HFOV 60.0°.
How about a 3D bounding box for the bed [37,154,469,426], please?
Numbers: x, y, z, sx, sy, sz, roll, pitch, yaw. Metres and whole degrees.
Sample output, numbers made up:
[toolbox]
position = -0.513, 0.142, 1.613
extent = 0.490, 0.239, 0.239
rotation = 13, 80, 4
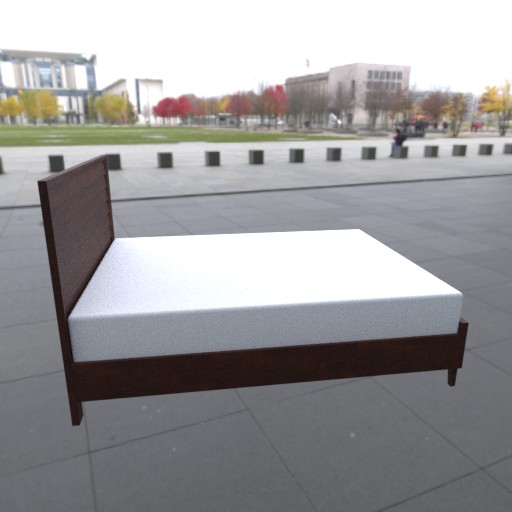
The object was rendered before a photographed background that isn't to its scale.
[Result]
[bed]
position = 0.000, 0.000, 3.040
extent = 2.184, 1.270, 1.600
rotation = -3, 17, -8
